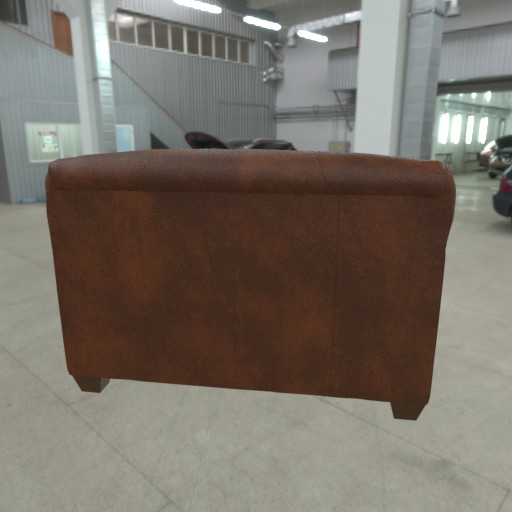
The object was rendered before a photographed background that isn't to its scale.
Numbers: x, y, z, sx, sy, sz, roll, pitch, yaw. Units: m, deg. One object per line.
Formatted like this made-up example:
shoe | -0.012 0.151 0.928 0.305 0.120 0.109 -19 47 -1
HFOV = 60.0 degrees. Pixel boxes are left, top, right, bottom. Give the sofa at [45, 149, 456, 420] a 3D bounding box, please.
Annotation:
sofa | 0.000 0.000 2.007 1.413 0.956 1.000 2 15 8
